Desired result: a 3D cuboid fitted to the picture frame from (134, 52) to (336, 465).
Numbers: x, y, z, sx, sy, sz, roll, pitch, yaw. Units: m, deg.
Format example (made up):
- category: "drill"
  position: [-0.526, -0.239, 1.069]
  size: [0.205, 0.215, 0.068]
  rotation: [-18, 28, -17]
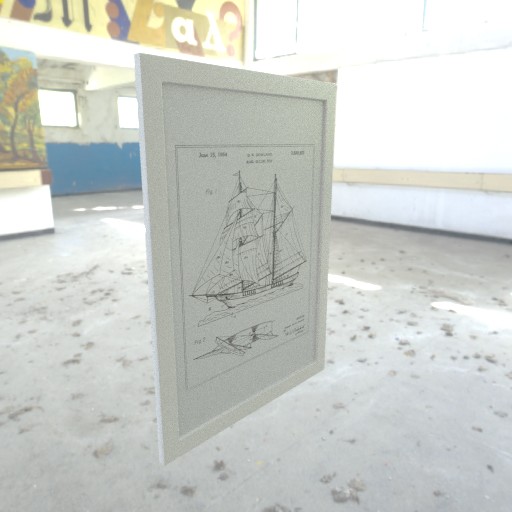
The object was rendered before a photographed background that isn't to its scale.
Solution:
- category: "picture frame"
  position: [0.000, 0.000, 0.688]
  size: [0.012, 0.534, 0.381]
  rotation: [14, 20, 42]
